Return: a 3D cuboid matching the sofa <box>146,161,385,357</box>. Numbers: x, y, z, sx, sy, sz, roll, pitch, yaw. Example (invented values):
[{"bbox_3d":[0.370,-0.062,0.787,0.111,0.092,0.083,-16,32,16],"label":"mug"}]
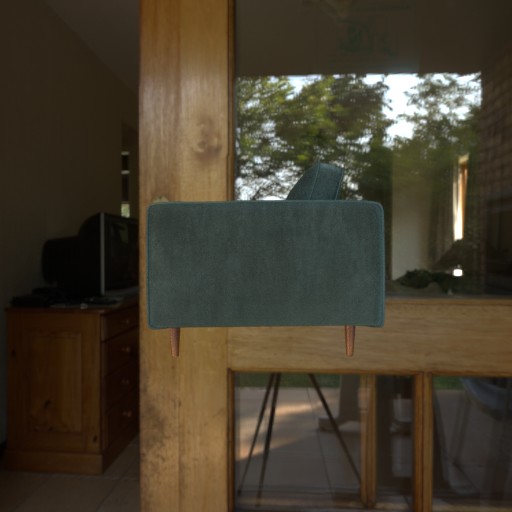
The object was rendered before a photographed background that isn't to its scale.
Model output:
[{"bbox_3d":[0.000,0.000,2.667,0.886,0.781,2.214,0,1,-1],"label":"sofa"}]
